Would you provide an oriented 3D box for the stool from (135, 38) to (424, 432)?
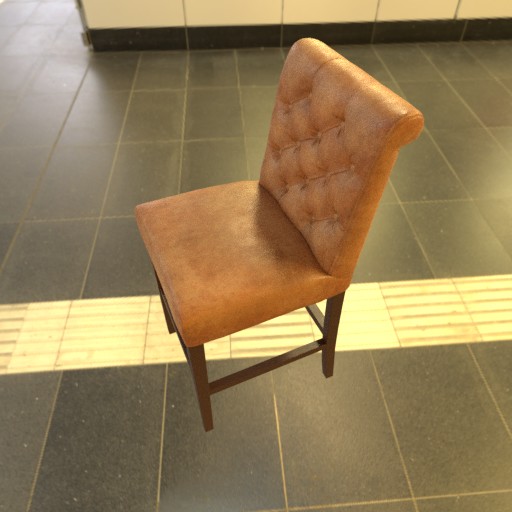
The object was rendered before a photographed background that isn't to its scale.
[{"bbox_3d":[0.000,0.000,1.340,0.601,1.047,0.493,-18,49,-16],"label":"stool"}]
